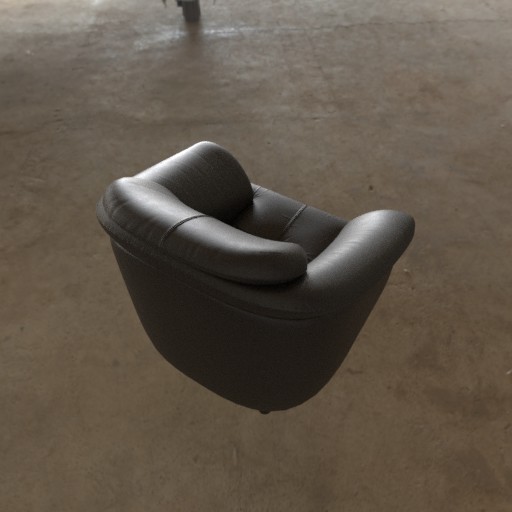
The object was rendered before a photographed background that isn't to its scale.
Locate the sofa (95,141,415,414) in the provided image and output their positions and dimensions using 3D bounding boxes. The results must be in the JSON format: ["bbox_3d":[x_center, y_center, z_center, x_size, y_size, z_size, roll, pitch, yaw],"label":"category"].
[{"bbox_3d":[0.000,0.000,1.495,0.870,0.811,0.794,25,52,22],"label":"sofa"}]
